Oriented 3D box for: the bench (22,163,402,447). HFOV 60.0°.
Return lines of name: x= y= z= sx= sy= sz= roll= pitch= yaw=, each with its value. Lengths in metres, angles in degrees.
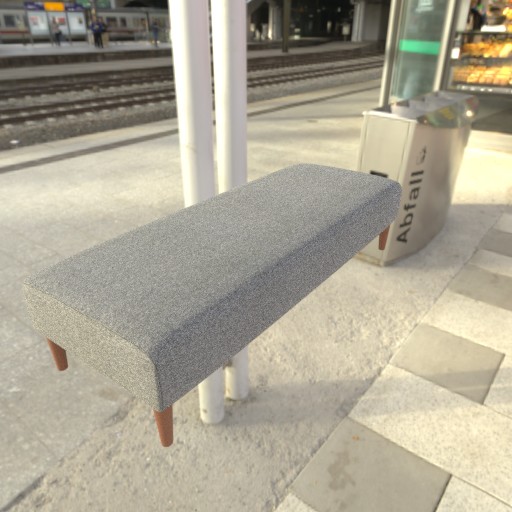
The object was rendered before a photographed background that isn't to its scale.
bench: x=0.000 y=0.000 z=1.808 sx=0.631 sy=0.384 sz=1.598 roll=19 pitch=33 yaw=32
